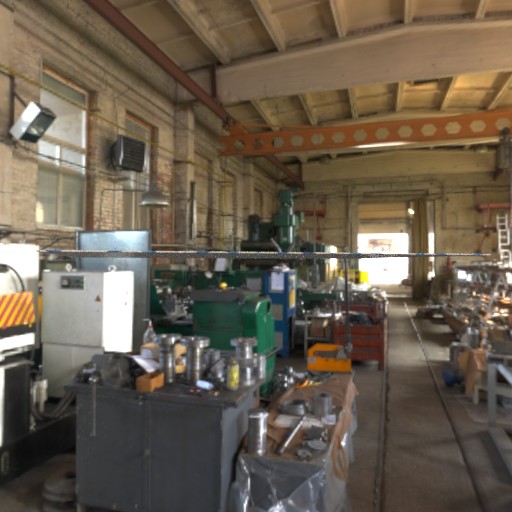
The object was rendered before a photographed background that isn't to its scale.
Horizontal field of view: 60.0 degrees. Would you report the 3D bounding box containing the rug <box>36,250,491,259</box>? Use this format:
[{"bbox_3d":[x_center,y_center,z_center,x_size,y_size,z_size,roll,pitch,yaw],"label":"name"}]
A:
[{"bbox_3d":[0.000,0.000,2.995,2.439,0.008,1.531,0,-1,-16],"label":"rug"}]
